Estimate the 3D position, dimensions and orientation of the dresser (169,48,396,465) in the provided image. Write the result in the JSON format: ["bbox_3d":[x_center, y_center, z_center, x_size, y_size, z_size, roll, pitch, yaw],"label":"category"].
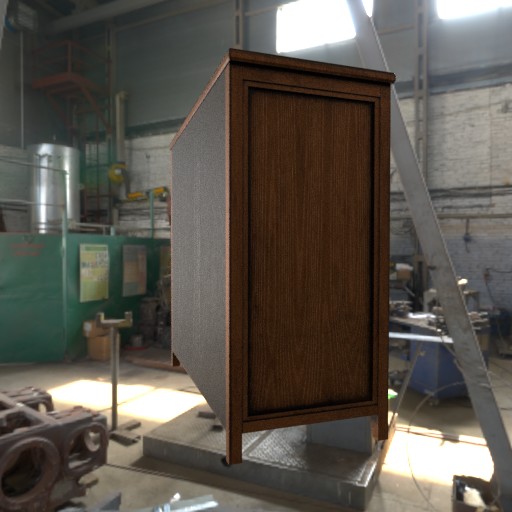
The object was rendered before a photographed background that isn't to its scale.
[{"bbox_3d":[0.000,0.000,1.971,0.591,1.224,1.250,0,1,-19],"label":"dresser"}]
